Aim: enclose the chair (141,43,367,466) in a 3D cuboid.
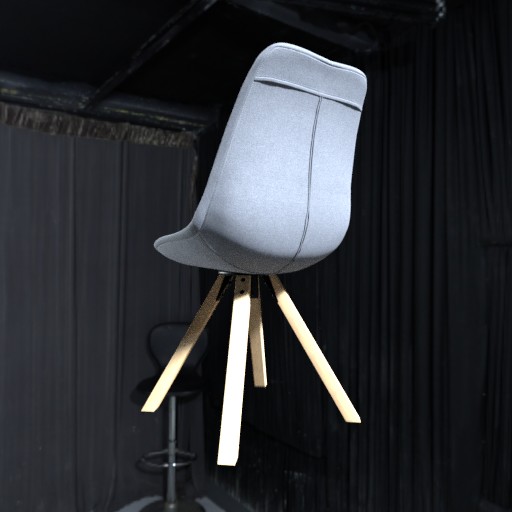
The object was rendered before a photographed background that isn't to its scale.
[{"bbox_3d":[0.000,0.000,1.171,0.474,0.863,0.549,0,0,-36],"label":"chair"}]
